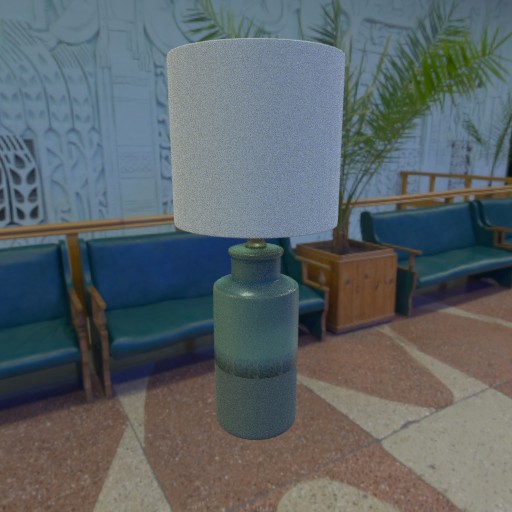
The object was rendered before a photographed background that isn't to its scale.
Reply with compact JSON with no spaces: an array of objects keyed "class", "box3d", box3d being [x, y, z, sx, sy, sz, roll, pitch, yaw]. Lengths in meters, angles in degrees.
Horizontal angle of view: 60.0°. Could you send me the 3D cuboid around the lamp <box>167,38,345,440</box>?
[{"class":"lamp","box3d":[0.000,0.000,0.596,0.212,0.493,0.212,-7,16,-27]}]
